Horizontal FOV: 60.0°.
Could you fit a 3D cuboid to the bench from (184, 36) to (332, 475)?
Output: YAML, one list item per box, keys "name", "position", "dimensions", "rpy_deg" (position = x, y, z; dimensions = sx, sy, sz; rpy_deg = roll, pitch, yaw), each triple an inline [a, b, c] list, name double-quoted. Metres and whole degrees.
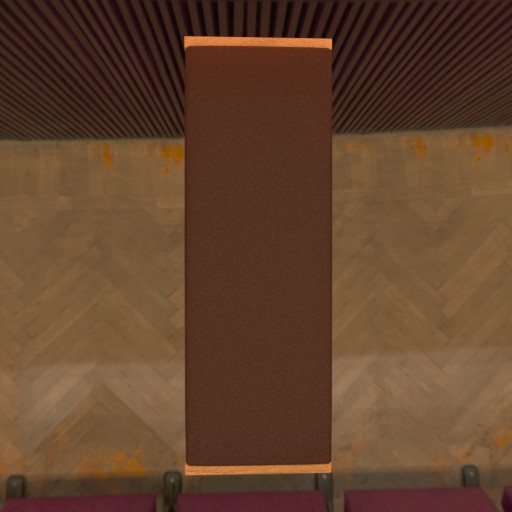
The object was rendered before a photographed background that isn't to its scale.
- name: "bench"
  position: [0.000, 0.000, 1.422]
  dimensions: [0.405, 0.480, 1.200]
  rpy_deg: [0, 90, -2]
